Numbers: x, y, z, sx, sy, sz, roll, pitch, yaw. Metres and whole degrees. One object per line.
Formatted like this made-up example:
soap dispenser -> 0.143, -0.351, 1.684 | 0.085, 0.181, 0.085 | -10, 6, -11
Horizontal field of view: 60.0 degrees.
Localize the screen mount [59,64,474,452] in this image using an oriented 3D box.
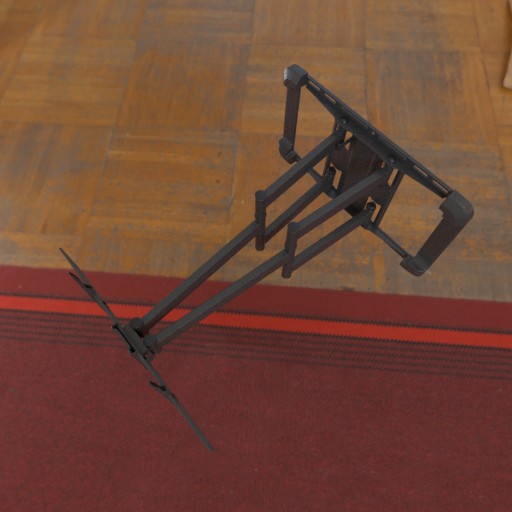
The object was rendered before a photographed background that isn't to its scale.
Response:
screen mount -> 0.000, 0.000, 1.357 | 0.905, 0.483, 0.725 | -38, 70, -16
